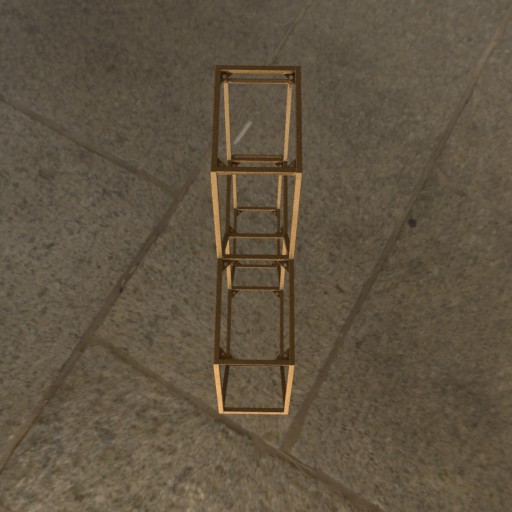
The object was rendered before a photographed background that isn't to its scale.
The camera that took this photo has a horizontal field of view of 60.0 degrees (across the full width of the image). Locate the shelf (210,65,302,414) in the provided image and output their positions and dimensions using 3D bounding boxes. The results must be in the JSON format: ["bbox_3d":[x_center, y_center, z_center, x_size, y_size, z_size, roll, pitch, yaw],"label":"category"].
[{"bbox_3d":[0.000,0.000,1.050,0.150,0.701,0.708,1,76,0],"label":"shelf"}]
